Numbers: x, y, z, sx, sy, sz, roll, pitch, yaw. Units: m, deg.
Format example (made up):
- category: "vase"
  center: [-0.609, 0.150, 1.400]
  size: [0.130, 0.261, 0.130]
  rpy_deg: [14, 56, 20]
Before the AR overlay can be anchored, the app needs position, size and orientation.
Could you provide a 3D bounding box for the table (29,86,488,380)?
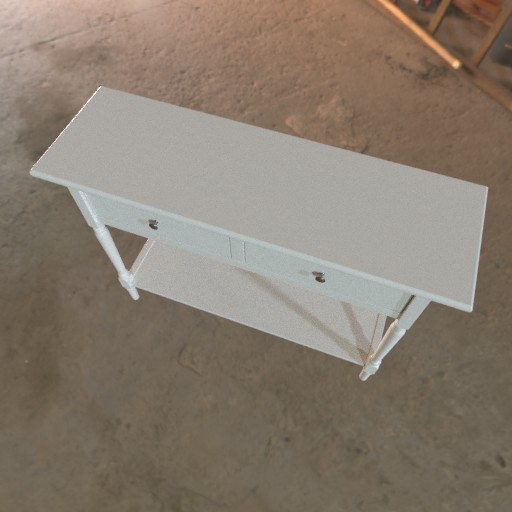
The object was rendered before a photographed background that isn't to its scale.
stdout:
- category: "table"
  center: [0.000, 0.000, 1.548]
  size: [1.191, 0.814, 0.386]
  rpy_deg: [18, 60, 10]
